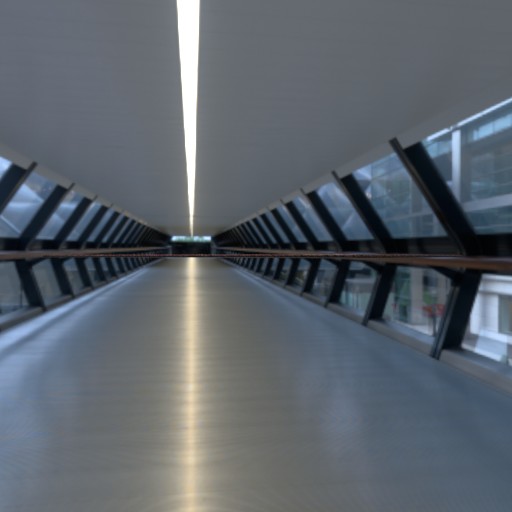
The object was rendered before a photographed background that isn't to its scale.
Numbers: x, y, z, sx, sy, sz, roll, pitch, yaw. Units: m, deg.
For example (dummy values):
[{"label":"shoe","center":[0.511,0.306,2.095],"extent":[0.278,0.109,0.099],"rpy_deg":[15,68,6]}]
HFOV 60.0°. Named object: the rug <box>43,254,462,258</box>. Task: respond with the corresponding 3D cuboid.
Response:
[{"label":"rug","center":[0.000,0.000,4.088],"extent":[3.032,0.020,2.411],"rpy_deg":[0,0,36]}]
